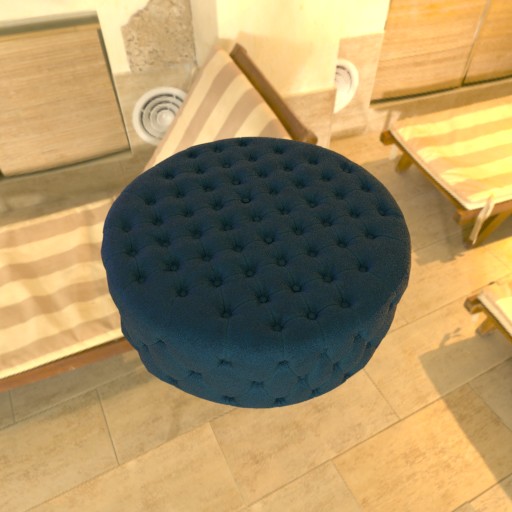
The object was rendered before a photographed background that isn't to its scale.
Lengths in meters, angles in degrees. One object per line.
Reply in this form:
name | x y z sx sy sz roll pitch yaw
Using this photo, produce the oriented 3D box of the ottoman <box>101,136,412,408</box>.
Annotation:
ottoman | 0.000 0.000 1.542 0.998 0.398 0.998 0 48 0
